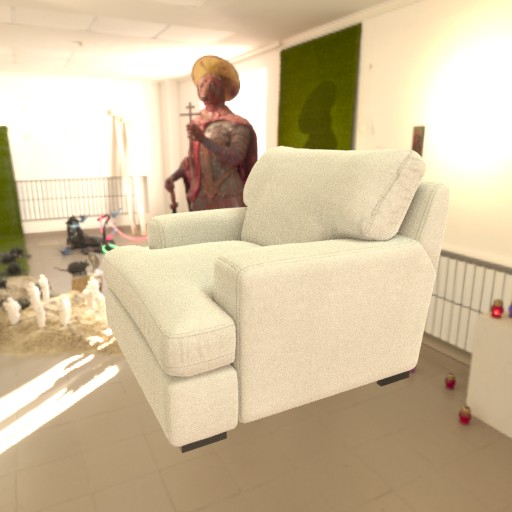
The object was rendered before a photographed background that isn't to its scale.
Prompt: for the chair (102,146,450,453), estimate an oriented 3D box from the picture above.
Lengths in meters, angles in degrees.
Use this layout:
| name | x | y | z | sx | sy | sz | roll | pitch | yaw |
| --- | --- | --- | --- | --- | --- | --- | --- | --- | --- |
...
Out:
| name | x | y | z | sx | sy | sz | roll | pitch | yaw |
| --- | --- | --- | --- | --- | --- | --- | --- | --- | --- |
| chair | 0.000 | 0.000 | 1.959 | 1.158 | 0.930 | 1.140 | -8 | 16 | -27 |
